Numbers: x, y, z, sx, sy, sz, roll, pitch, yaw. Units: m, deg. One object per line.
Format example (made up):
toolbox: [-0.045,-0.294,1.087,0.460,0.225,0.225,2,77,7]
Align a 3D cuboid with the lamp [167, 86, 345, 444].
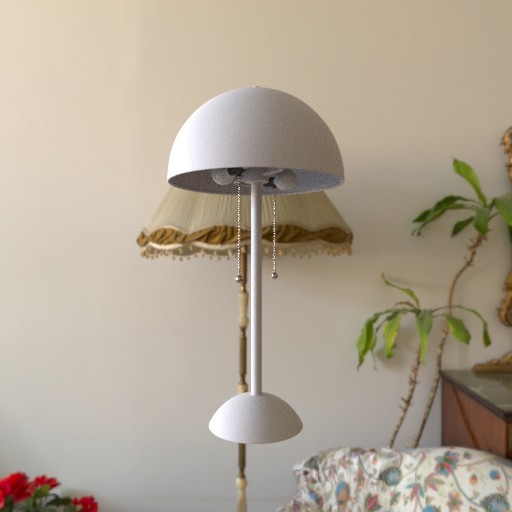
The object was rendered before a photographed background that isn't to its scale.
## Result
lamp: [0.000,0.000,0.435,0.171,0.330,0.171,0,0,0]
